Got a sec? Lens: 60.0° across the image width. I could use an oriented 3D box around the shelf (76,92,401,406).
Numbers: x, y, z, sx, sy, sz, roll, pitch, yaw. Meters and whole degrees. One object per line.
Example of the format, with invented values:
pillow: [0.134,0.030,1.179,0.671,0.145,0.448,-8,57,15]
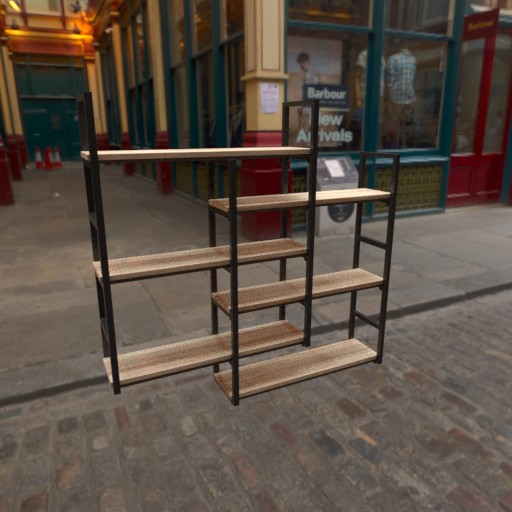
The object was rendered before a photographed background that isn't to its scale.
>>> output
shelf: [0.000,0.000,1.382,0.946,0.921,0.183,-8,18,-25]
